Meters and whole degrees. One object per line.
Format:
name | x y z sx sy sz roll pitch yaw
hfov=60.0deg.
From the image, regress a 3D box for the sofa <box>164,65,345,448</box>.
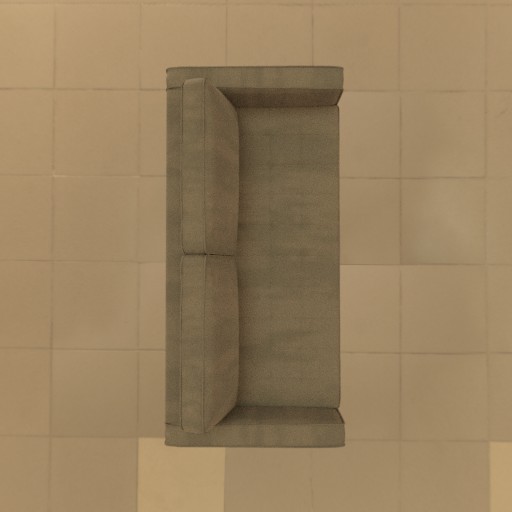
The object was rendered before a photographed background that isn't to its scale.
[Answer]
sofa | 0.000 0.000 2.404 0.924 0.825 1.920 0 89 0
